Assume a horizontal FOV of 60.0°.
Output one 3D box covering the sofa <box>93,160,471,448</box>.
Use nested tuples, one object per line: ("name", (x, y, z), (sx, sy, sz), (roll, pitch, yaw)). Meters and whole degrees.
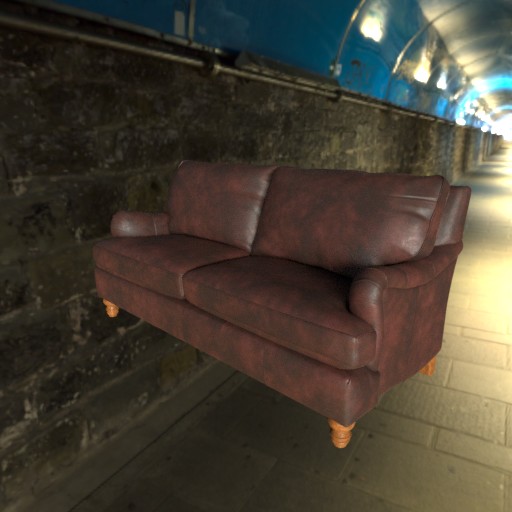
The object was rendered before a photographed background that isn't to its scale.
("sofa", (0.000, 0.000, 2.702), (2.144, 1.071, 1.147), (15, 21, 43))
